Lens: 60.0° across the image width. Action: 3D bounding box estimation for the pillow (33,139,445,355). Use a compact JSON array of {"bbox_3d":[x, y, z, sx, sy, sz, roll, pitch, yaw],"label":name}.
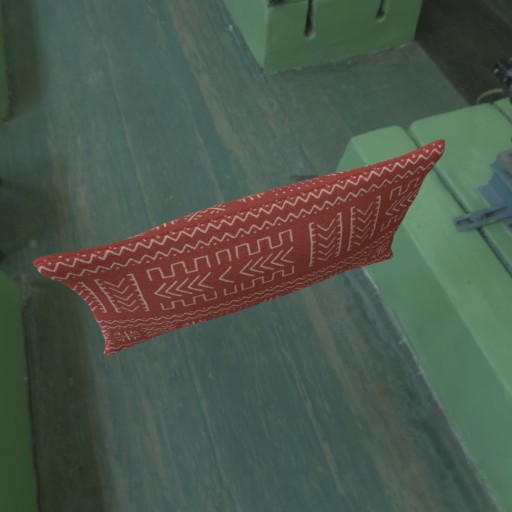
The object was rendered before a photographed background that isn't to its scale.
[{"bbox_3d":[0.000,0.000,0.785,0.640,0.352,0.130,-18,61,-10],"label":"pillow"}]
